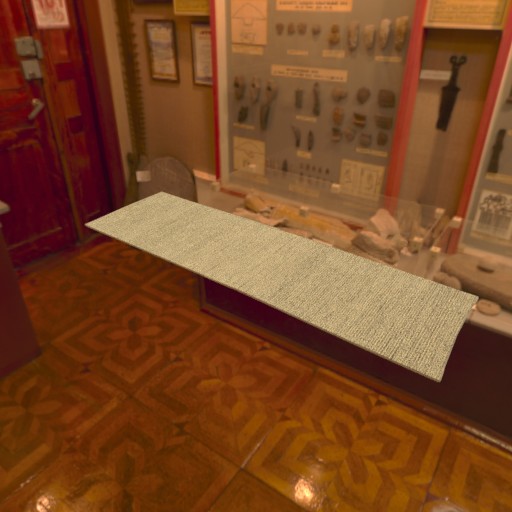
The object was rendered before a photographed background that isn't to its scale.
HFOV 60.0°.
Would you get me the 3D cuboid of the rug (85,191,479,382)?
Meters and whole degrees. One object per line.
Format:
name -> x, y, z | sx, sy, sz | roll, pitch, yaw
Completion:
rug -> 0.000, 0.000, 2.585 | 2.320, 0.032, 0.692 | 21, 37, 31
